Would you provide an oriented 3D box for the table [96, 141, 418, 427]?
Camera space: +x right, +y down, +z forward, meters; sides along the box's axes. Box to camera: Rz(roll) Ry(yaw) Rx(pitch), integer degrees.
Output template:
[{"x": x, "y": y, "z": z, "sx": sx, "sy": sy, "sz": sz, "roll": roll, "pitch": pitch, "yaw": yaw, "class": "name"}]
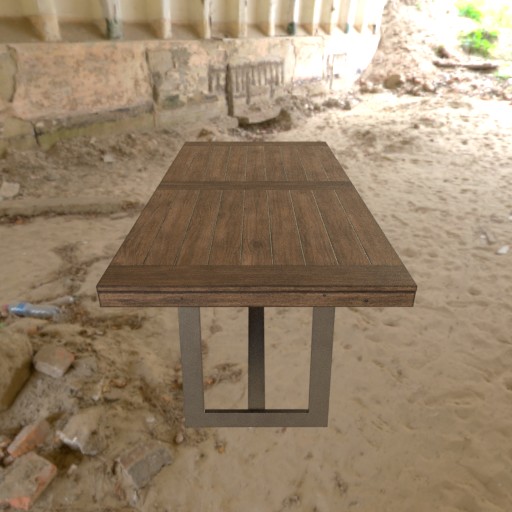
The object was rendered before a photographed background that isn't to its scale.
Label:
[{"x": 0.000, "y": 0.000, "z": 2.287, "sx": 0.931, "sy": 0.757, "sz": 1.867, "roll": 0, "pitch": 27, "yaw": 0, "class": "table"}]
